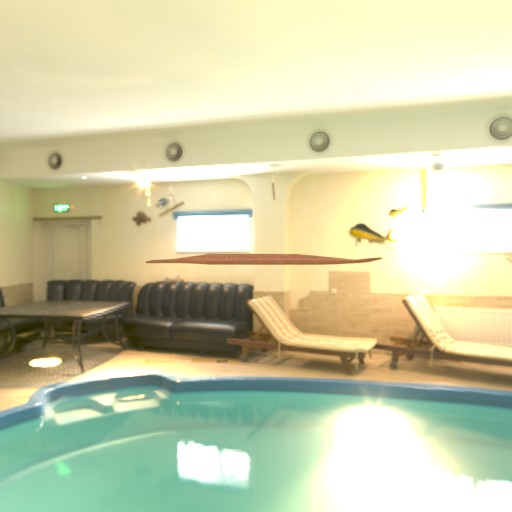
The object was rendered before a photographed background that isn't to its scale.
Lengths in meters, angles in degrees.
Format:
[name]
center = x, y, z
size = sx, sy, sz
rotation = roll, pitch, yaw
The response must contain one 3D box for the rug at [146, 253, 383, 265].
[rug]
center = 0.000, 0.000, 2.691
size = 0.799, 0.030, 2.444
rotation = 0, 1, -1
